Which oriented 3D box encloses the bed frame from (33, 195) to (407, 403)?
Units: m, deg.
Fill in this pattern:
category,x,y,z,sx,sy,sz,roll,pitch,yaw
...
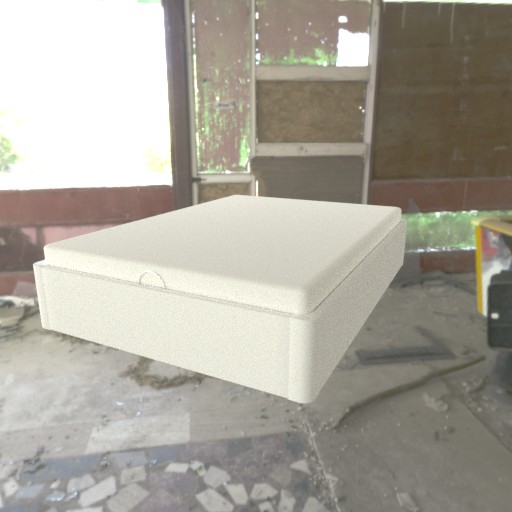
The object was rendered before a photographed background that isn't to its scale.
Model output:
category,x,y,z,sx,sy,sz,roll,pitch,yaw
bed frame,0.000,0.000,2.596,1.400,0.406,1.900,8,18,26
